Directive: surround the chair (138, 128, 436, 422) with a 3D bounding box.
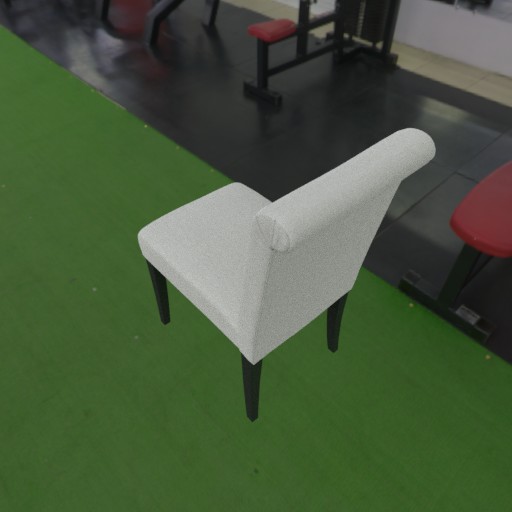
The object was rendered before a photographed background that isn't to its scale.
[{"bbox_3d":[0.000,0.000,1.377,0.452,0.976,0.708,-32,54,-27],"label":"chair"}]
